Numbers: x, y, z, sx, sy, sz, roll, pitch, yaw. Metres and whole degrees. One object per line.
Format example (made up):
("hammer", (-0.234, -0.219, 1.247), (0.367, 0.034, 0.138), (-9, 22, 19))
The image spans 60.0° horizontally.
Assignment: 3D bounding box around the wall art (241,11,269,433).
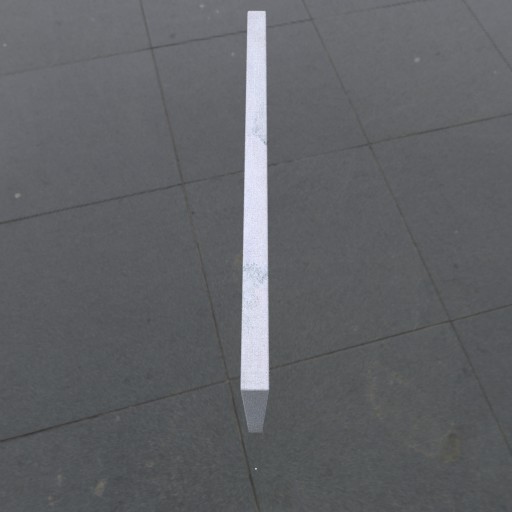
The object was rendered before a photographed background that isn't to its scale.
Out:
("wall art", (0.000, 0.000, 1.097), (0.038, 0.762, 0.762), (0, 64, 0))
